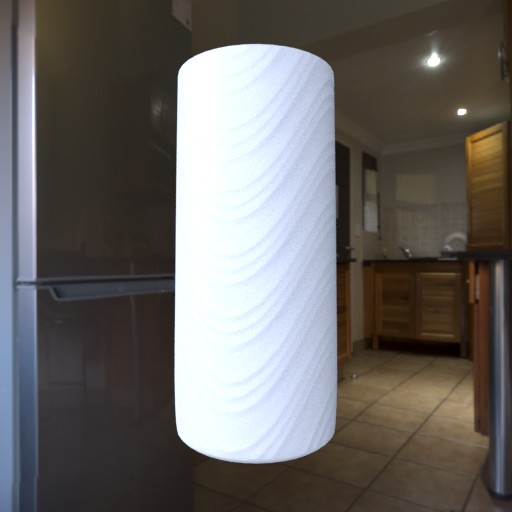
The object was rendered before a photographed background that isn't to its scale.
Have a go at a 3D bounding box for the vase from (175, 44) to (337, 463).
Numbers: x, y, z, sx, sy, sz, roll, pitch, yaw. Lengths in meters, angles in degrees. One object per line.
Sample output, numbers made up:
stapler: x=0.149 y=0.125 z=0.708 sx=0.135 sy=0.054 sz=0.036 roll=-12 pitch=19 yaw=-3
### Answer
vase: x=0.000 y=0.000 z=0.397 sx=0.143 sy=0.316 sz=0.143 roll=0 pitch=0 yaw=0
